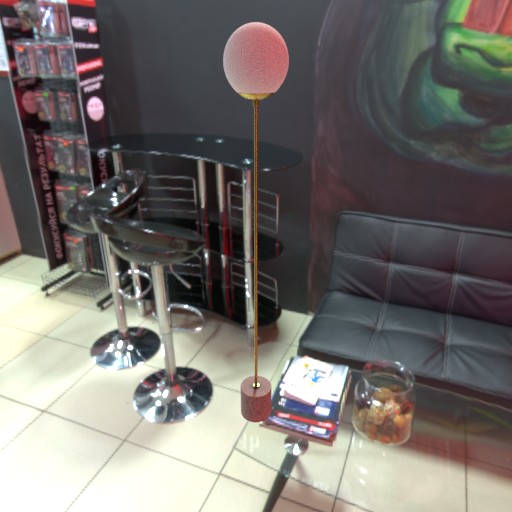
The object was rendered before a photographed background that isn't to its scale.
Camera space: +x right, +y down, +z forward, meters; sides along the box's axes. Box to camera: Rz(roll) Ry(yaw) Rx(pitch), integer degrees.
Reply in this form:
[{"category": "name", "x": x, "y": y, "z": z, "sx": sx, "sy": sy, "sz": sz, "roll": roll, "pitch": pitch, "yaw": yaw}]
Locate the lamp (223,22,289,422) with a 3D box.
[{"category": "lamp", "x": 0.000, "y": 0.000, "z": 1.872, "sx": 0.229, "sy": 1.748, "sz": 0.229, "roll": -17, "pitch": 30, "yaw": -31}]
